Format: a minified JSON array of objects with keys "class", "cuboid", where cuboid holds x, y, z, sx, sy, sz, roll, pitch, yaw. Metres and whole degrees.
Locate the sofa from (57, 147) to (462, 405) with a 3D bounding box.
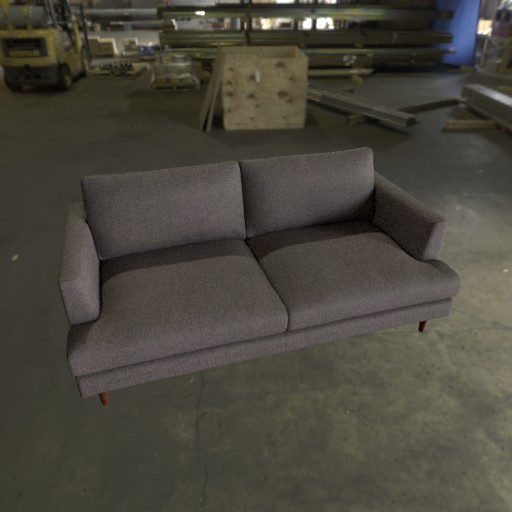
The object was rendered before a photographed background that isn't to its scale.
[{"class":"sofa","cuboid":[0.000,0.000,2.452,1.948,0.868,1.020,-9,33,-15]}]
